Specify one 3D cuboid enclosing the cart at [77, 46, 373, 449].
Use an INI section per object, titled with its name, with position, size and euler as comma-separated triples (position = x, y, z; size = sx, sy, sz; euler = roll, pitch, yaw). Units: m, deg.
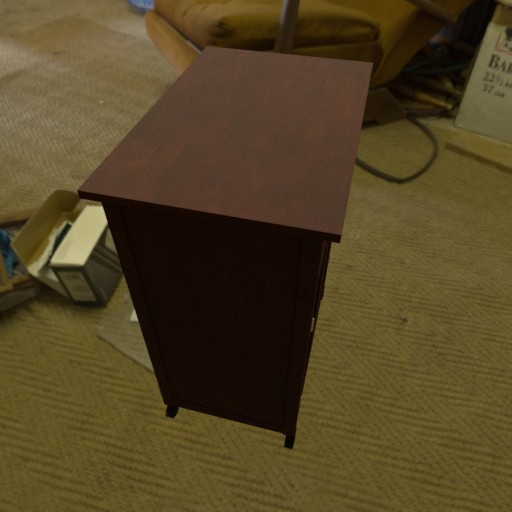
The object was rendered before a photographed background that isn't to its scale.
[cart]
position = 0.000, 0.000, 1.241
size = 0.442, 0.864, 0.683
euler = 10, 46, 10
